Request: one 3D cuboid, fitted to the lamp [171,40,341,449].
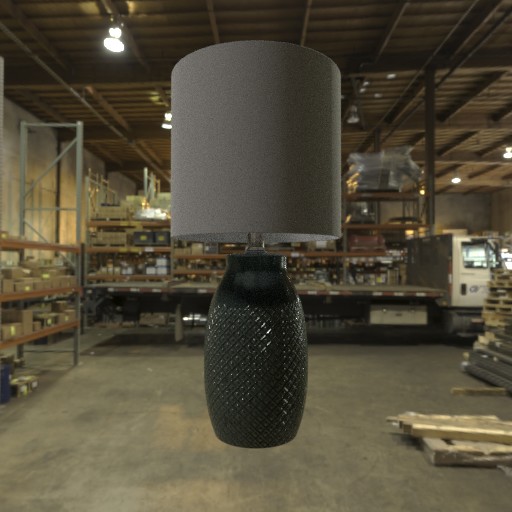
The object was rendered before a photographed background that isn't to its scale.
[{"bbox_3d":[0.000,0.000,0.573,0.217,0.453,0.217,0,-1,0],"label":"lamp"}]
